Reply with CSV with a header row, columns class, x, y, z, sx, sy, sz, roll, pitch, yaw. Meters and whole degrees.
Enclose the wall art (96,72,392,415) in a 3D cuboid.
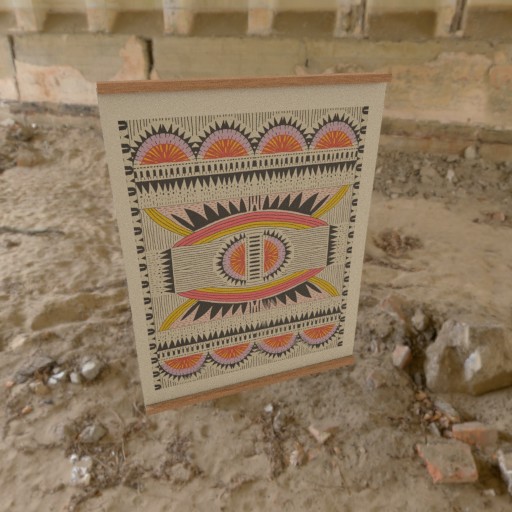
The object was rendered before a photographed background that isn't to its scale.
class,x,y,z,sx,sy,sz,roll,pitch,yaw
wall art,0.000,0.000,0.702,0.403,0.527,0.028,-9,29,-17
